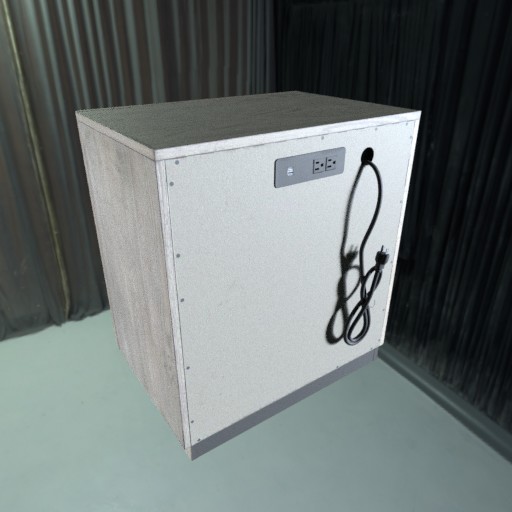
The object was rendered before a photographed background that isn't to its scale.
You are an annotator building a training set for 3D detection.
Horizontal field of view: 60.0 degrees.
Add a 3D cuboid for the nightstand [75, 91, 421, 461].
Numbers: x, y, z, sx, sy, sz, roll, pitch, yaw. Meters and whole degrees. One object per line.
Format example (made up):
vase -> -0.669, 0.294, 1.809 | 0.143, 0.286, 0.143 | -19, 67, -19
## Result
nightstand -> 0.000, 0.000, 1.079 | 0.612, 0.673, 0.483 | -17, 32, -31
